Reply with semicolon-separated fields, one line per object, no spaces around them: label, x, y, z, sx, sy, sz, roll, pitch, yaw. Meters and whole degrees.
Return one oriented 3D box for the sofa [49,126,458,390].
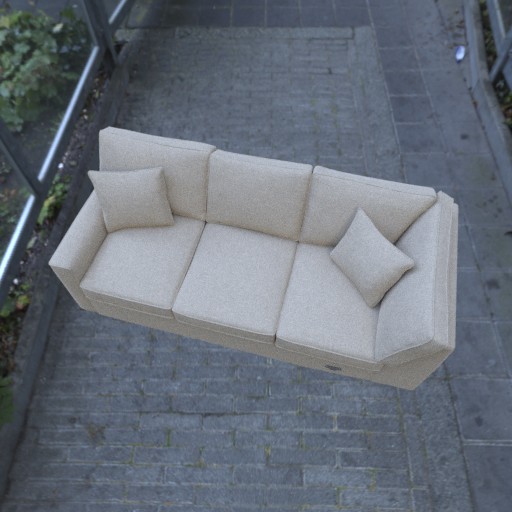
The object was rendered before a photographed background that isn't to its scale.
sofa;0.000;0.000;2.845;2.317;0.962;1.061;12;58;8
